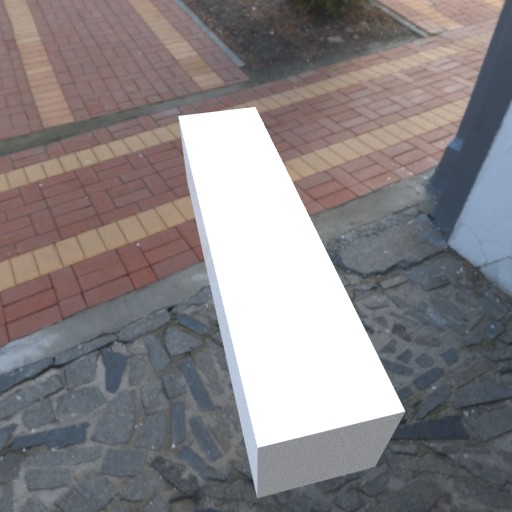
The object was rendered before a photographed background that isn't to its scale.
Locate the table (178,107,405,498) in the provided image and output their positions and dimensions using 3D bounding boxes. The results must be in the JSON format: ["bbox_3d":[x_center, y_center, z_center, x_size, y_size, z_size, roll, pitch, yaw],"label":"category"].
[{"bbox_3d":[0.000,0.000,1.810,0.390,0.420,1.650,-10,47,-9],"label":"table"}]
